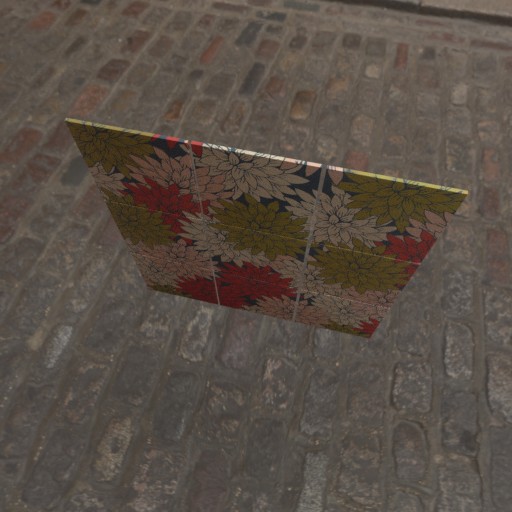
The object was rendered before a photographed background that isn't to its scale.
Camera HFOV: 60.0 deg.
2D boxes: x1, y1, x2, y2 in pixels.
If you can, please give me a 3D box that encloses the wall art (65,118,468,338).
[{"bbox_3d":[0.000,0.000,1.825,1.206,1.218,0.013,12,61,7],"label":"wall art"}]
